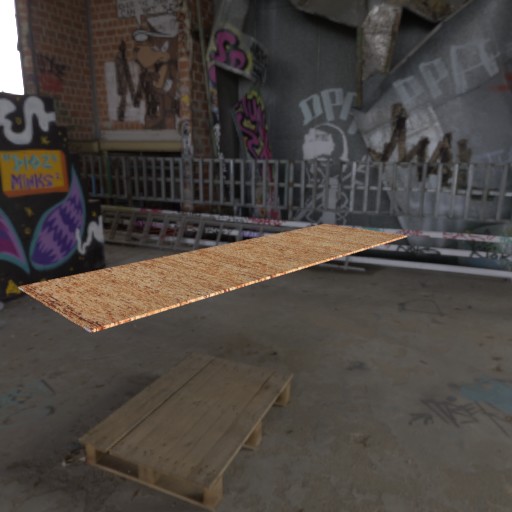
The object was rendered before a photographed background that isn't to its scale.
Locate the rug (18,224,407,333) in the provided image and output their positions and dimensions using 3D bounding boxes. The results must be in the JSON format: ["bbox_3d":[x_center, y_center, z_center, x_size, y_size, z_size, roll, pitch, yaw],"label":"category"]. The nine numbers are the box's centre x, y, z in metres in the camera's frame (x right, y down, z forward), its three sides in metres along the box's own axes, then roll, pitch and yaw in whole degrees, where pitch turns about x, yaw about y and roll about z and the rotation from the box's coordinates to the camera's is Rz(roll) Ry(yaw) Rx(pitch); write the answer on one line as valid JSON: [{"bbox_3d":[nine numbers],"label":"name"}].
[{"bbox_3d":[0.000,0.000,2.452,0.680,0.014,2.237,13,19,43],"label":"rug"}]
